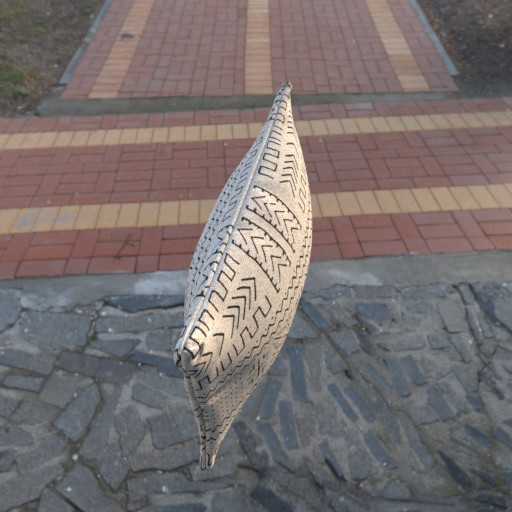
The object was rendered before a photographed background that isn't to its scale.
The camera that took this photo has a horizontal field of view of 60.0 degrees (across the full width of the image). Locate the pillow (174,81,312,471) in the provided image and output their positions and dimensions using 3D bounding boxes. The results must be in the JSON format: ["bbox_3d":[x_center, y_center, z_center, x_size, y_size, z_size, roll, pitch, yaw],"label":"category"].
[{"bbox_3d":[0.000,0.000,0.786,0.188,0.352,0.637,9,48,9],"label":"pillow"}]
